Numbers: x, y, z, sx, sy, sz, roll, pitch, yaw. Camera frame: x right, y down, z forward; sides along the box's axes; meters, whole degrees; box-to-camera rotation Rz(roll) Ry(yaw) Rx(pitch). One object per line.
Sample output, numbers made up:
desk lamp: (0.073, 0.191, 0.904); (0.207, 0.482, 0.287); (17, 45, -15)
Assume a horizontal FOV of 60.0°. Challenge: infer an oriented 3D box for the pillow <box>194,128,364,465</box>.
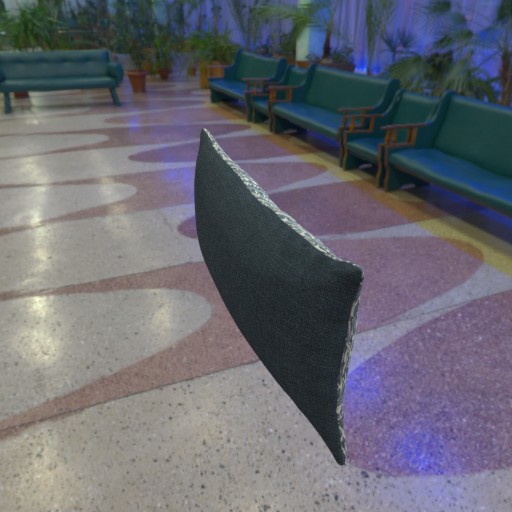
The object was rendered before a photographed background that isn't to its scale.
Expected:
pillow: (0.000, 0.000, 0.757); (0.148, 0.292, 0.631); (-11, 32, -18)
